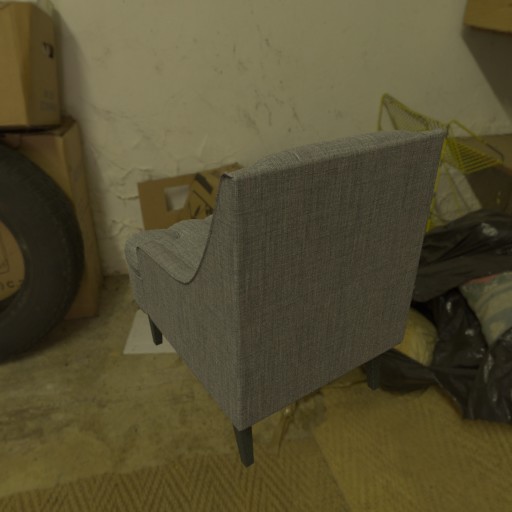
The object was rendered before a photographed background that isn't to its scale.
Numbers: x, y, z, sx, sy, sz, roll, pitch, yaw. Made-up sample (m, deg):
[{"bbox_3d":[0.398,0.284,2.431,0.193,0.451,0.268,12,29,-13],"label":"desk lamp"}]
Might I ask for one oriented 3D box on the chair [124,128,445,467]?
[{"bbox_3d":[0.000,0.000,1.436,0.655,0.891,0.771,-18,33,-30],"label":"chair"}]
